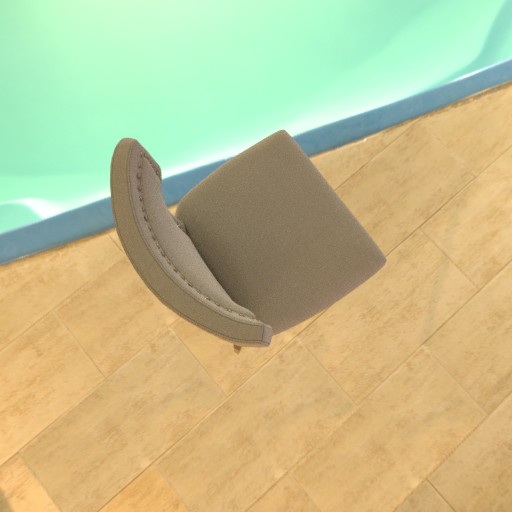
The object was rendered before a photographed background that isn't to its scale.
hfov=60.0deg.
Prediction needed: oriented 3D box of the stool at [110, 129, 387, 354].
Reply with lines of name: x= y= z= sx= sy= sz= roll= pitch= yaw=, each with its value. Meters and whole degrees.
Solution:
stool: x=0.000 y=0.000 z=1.396 sx=0.563 sy=1.092 sz=0.526 roll=-34 pitch=78 yaw=-8
